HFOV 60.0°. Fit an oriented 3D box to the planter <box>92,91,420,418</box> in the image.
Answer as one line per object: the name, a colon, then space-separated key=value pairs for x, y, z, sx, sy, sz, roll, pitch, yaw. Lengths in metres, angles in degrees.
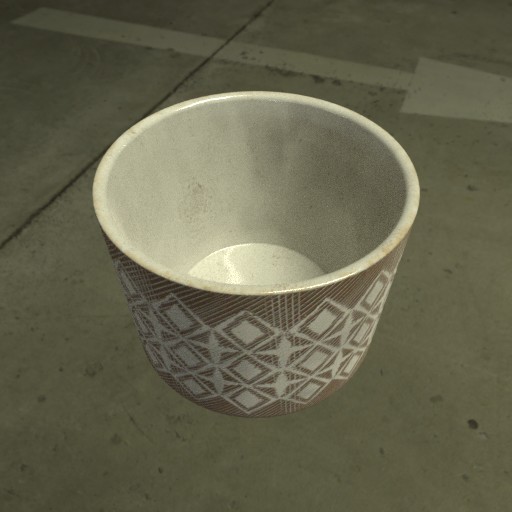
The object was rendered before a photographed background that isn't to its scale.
planter: x=0.000 y=0.000 z=0.214 sx=0.126 sy=0.104 sz=0.126 roll=0 pitch=47 yaw=0
